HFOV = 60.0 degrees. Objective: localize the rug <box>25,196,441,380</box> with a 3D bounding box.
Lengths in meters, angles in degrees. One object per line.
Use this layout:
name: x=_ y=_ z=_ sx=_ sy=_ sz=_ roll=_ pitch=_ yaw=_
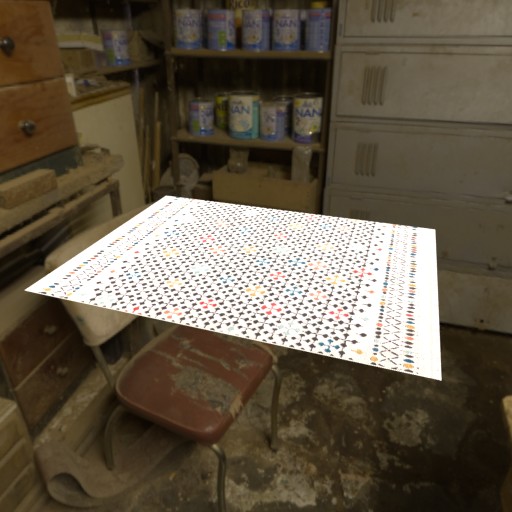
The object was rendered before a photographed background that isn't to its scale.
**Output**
rug: x=0.000 y=0.000 z=4.152 sx=3.196 sy=0.007 sz=2.354 roll=9 pitch=29 yaw=17
